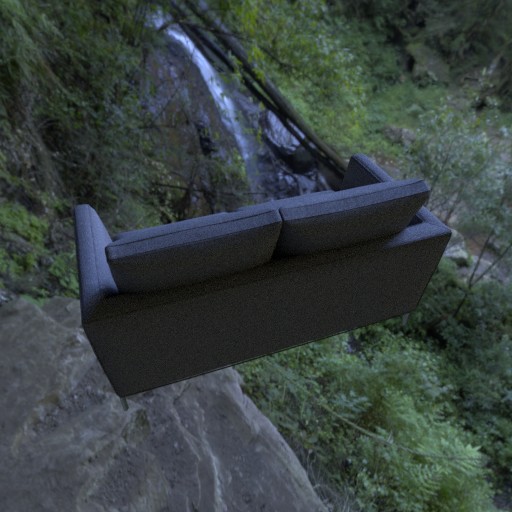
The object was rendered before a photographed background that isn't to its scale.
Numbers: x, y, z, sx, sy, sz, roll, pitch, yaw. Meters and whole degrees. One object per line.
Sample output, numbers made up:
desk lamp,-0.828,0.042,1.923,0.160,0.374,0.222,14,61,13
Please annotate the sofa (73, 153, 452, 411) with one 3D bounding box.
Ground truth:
sofa,0.000,0.000,2.193,1.594,0.924,0.803,-13,42,-15
